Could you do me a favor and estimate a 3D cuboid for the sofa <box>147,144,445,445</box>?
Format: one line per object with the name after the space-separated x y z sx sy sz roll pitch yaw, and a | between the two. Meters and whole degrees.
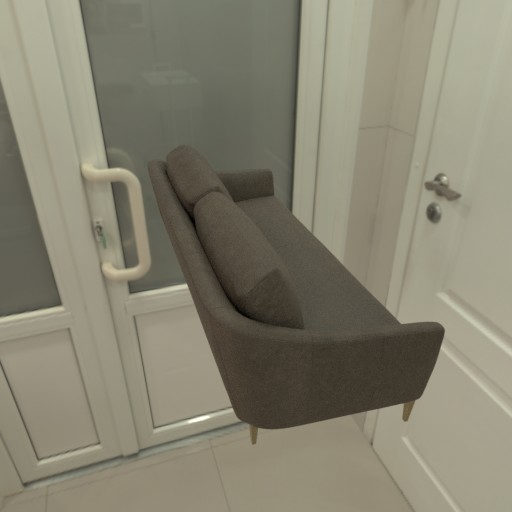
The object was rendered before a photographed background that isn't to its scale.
0.000 0.000 2.538 0.960 0.902 2.036 -10 32 -16 | sofa
